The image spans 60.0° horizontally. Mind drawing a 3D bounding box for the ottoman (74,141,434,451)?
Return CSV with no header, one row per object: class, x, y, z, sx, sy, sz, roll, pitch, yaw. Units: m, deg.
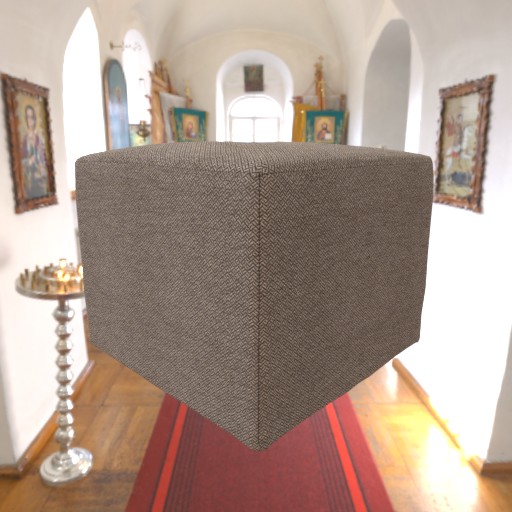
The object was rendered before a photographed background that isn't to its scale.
ottoman,0.000,0.000,0.905,0.512,0.453,0.519,13,19,42
